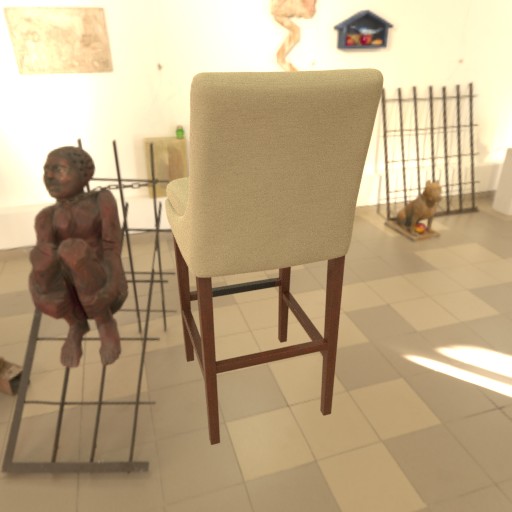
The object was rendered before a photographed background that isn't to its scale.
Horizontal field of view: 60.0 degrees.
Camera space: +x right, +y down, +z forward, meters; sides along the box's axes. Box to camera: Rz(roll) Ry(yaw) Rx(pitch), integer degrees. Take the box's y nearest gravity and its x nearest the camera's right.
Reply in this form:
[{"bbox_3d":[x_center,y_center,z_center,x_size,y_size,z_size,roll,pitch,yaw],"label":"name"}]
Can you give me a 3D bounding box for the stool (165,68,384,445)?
[{"bbox_3d":[0.000,0.000,1.350,0.470,1.078,0.577,-8,28,-16],"label":"stool"}]
